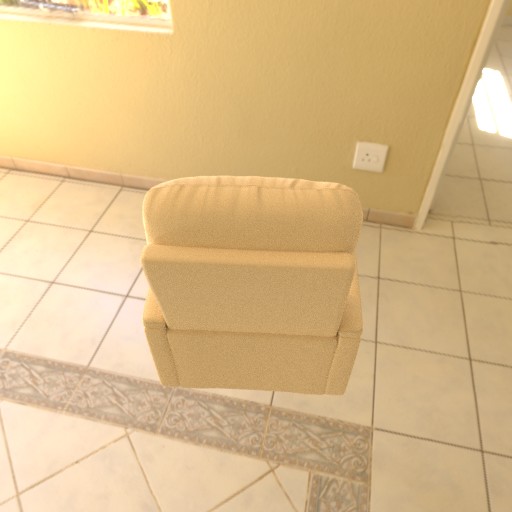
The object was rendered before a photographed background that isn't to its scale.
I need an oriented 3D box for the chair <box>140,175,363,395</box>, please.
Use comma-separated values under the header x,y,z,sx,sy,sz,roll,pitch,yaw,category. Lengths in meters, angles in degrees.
x,y,z,sx,sy,sz,roll,pitch,yaw,category
0.000,0.000,1.676,0.775,1.082,0.831,2,46,2,chair
